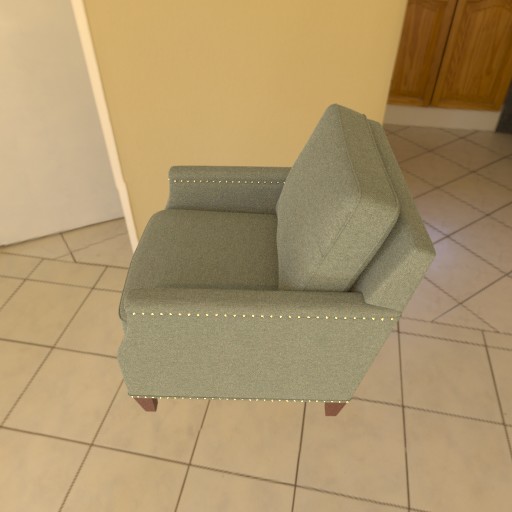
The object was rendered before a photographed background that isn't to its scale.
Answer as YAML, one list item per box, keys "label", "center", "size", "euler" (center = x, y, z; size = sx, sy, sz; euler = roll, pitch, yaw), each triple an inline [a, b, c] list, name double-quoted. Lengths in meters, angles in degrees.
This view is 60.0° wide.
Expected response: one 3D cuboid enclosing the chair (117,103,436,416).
- label: "chair"
  center: [0.000, 0.000, 1.810]
  size: [1.031, 1.031, 0.885]
  euler: [1, 41, 1]
